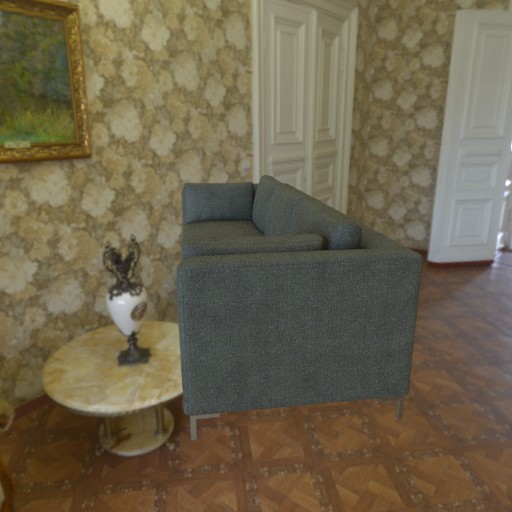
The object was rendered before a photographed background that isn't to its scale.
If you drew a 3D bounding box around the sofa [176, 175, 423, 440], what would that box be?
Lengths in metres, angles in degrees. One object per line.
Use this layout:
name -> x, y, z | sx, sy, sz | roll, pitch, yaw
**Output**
sofa -> 0.000, 0.000, 2.902 | 0.969, 0.867, 2.415 | -2, 16, -8
